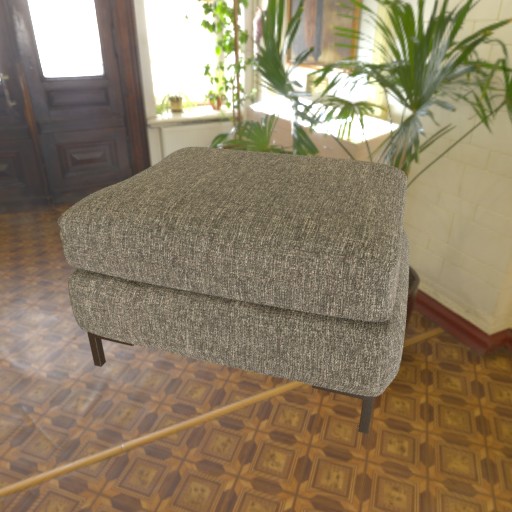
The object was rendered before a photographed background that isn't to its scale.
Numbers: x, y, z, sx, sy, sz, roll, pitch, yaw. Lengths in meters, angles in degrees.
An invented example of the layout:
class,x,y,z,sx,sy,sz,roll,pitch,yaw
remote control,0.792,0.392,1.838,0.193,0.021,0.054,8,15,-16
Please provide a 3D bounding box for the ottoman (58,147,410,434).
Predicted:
class,x,y,z,sx,sy,sz,roll,pitch,yaw
ottoman,0.000,0.000,1.250,0.828,0.480,0.683,9,29,16
